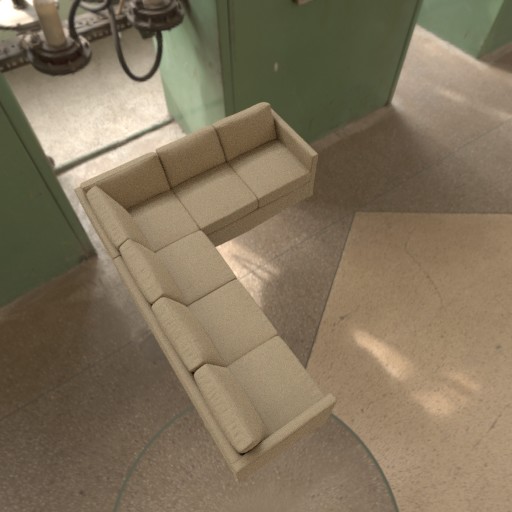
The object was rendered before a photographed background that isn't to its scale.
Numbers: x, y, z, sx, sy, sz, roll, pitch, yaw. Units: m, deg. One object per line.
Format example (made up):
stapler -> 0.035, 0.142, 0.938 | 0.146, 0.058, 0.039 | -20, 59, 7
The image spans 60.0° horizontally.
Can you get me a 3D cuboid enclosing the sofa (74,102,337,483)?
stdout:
sofa -> 0.000, 0.000, 4.404 | 2.432, 0.871, 3.182 | -29, 62, -17
